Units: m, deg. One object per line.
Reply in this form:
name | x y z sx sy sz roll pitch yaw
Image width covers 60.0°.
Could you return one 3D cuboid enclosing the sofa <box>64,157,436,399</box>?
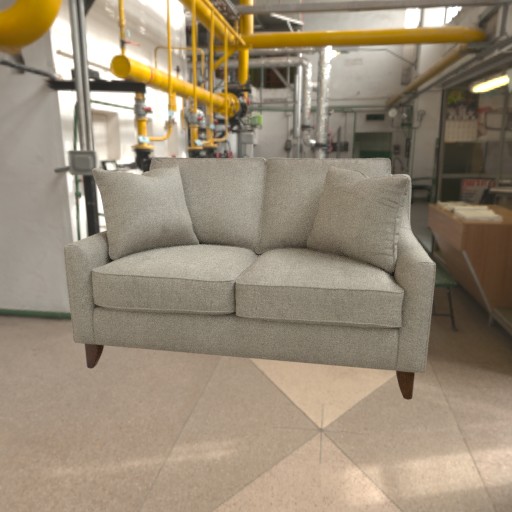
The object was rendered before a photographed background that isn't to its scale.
sofa | 0.000 0.000 2.022 1.422 0.863 0.915 3 14 10
